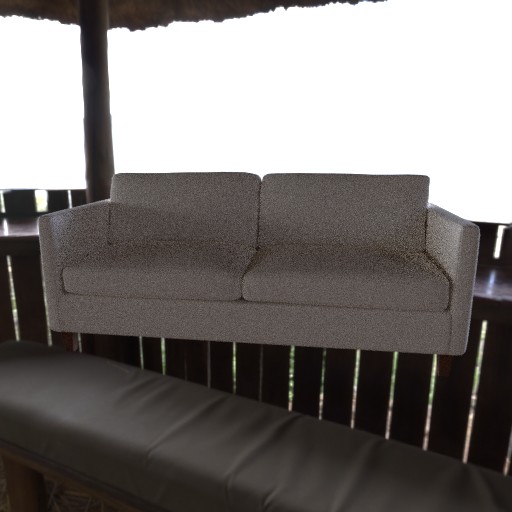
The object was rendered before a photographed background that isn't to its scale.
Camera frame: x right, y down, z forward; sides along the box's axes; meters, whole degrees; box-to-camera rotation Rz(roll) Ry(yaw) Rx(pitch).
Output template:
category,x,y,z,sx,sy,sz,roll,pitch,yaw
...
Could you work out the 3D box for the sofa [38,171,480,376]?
category,x,y,z,sx,sy,sz,roll,pitch,yaw
sofa,0.000,0.000,2.557,2.139,0.933,0.924,2,14,8
